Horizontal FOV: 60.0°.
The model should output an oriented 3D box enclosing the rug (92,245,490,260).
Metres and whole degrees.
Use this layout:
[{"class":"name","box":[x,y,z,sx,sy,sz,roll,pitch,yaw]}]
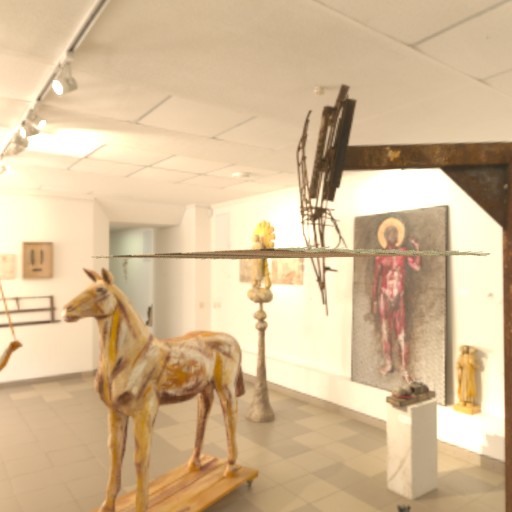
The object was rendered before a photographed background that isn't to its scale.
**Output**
[{"class":"rug","box":[0.000,0.000,2.485,1.224,0.027,2.021,1,-1,-37]}]
